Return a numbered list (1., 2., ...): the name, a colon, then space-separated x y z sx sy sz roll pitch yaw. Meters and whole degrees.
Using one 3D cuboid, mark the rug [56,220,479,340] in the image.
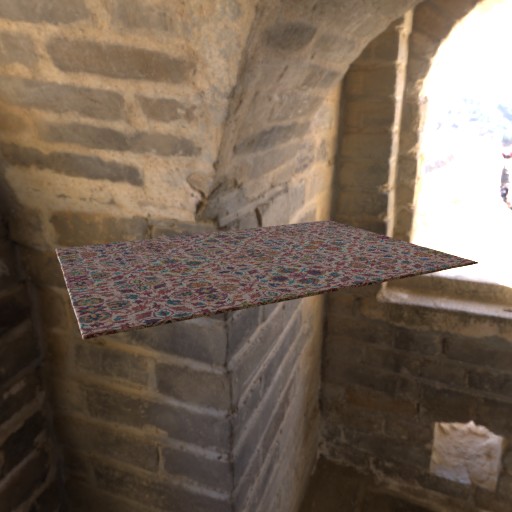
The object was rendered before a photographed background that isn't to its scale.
1. rug: 0.000 0.000 2.878 2.297 0.018 1.541 -8 17 -26
